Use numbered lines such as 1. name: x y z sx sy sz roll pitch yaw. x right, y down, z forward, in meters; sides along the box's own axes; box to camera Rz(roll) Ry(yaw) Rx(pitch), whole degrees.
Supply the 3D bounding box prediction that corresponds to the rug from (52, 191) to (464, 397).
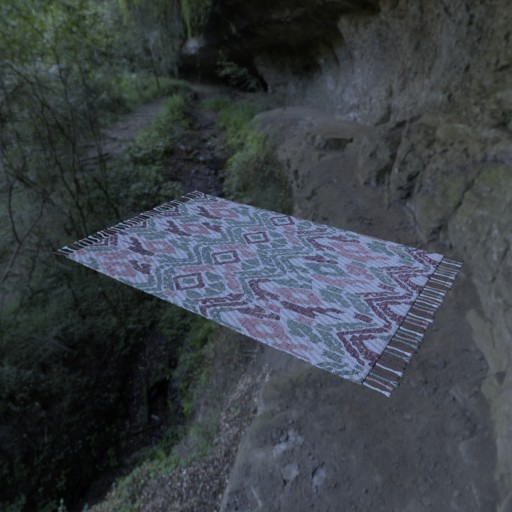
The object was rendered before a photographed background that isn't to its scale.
1. rug: 0.000 0.000 3.058 2.438 0.011 1.524 18 33 30
